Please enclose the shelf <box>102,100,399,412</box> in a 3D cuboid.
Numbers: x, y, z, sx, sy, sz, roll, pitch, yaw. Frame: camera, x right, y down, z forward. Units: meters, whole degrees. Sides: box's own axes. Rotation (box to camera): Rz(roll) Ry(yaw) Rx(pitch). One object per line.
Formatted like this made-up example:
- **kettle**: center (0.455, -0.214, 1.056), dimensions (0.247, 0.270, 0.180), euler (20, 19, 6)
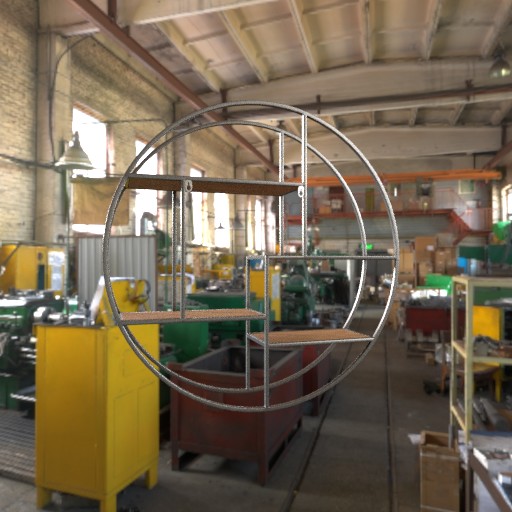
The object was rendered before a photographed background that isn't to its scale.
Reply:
- **shelf**: center (0.000, 0.000, 1.362), dimensions (0.888, 0.888, 0.202), euler (0, -1, -18)
